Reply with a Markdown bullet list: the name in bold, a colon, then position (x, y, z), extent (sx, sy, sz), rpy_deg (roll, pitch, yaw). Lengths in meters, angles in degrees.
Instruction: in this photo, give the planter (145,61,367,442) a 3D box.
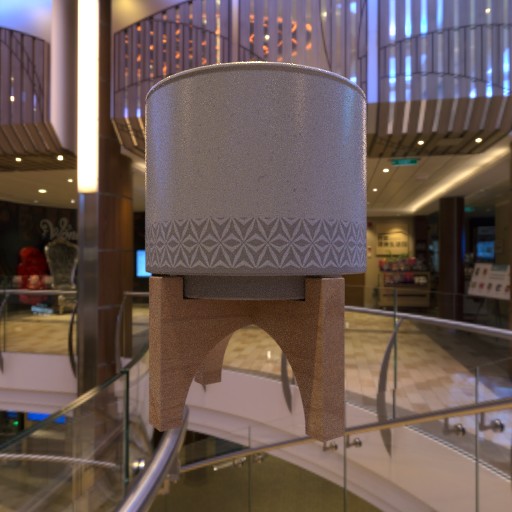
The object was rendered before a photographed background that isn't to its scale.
- **planter**: position (0.000, 0.000, 0.267), extent (0.130, 0.178, 0.130), rpy_deg (0, 0, 0)
